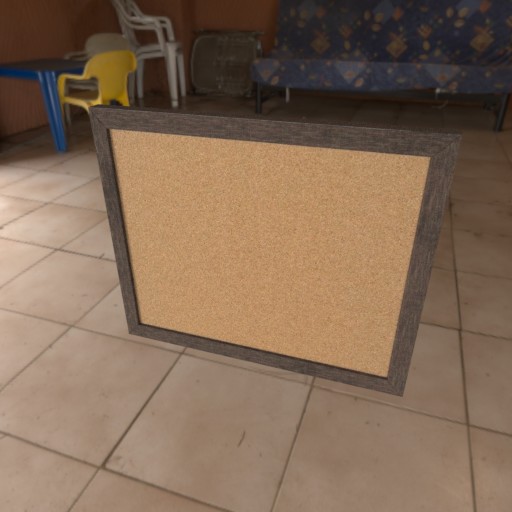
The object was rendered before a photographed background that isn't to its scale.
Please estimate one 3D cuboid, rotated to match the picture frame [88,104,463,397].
[{"bbox_3d":[0.000,0.000,0.745,0.546,0.455,0.026,9,31,16],"label":"picture frame"}]
